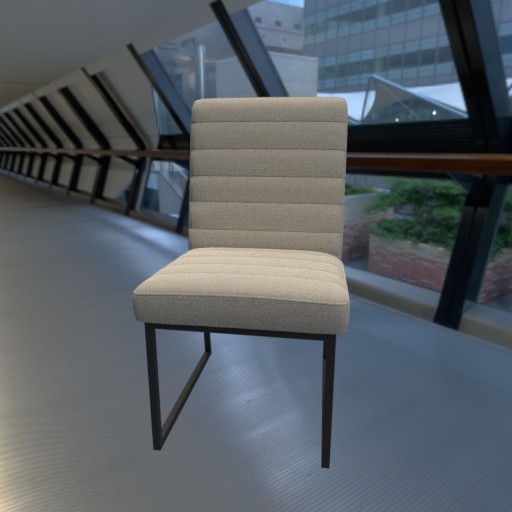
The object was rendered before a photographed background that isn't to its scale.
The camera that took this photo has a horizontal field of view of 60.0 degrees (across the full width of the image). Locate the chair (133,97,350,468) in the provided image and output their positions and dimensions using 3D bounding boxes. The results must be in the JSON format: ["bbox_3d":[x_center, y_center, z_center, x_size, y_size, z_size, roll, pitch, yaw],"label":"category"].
[{"bbox_3d":[0.000,0.000,1.311,0.520,0.930,0.634,2,15,8],"label":"chair"}]
